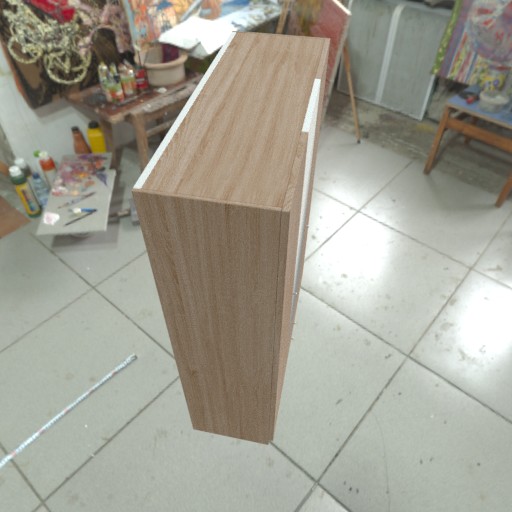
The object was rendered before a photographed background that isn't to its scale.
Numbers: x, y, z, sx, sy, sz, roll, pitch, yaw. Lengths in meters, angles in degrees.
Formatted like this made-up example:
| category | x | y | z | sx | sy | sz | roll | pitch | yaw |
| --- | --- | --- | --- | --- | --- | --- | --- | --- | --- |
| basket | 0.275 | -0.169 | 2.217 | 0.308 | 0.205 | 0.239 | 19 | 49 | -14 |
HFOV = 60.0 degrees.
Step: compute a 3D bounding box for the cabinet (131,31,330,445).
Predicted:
| category | x | y | z | sx | sy | sz | roll | pitch | yaw |
| --- | --- | --- | --- | --- | --- | --- | --- | --- | --- |
| cabinet | 0.000 | 0.000 | 2.796 | 0.590 | 2.120 | 1.500 | 9 | 48 | 8 |
